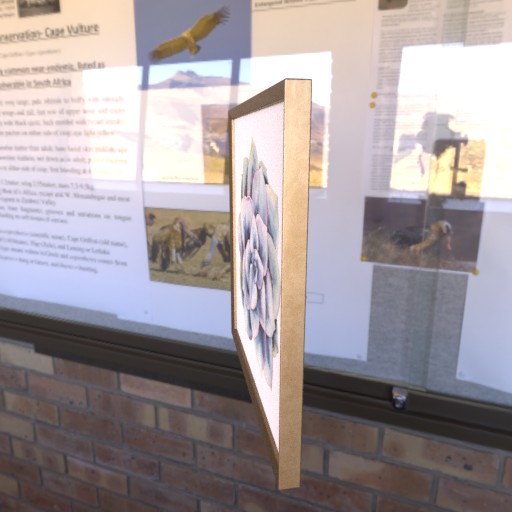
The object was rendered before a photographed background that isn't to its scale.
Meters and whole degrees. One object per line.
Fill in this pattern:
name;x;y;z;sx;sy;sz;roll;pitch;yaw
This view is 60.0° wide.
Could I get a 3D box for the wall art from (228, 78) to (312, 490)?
wall art;0.000;0.000;0.760;0.030;0.506;0.503;-3;15;-10
